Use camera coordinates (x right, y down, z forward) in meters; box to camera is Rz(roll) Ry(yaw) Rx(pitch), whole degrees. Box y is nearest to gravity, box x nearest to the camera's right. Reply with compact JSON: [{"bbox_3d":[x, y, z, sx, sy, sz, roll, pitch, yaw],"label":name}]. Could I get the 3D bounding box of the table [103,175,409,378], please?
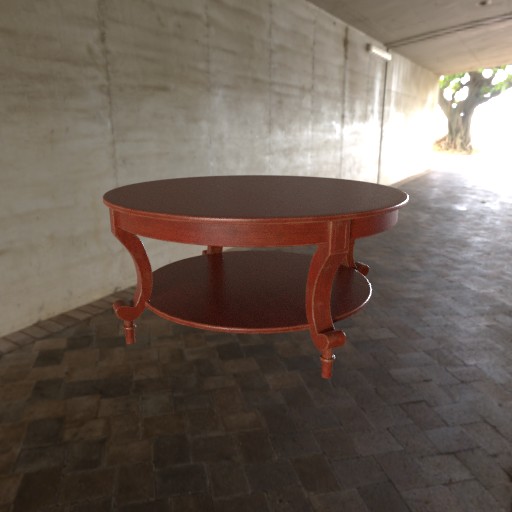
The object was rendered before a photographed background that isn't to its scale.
[{"bbox_3d":[0.000,0.000,1.629,1.029,0.486,1.029,0,16,0],"label":"table"}]
